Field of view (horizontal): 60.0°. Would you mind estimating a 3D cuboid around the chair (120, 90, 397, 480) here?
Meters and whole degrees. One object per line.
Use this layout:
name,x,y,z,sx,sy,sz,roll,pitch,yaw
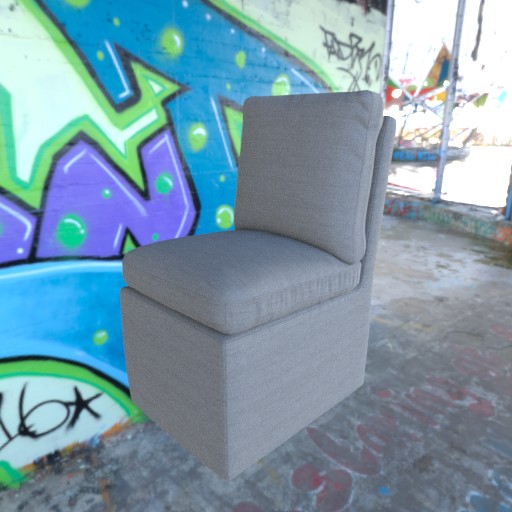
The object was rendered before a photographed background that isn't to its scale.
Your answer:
chair,0.000,0.000,1.323,0.698,0.927,0.503,-16,23,-42
